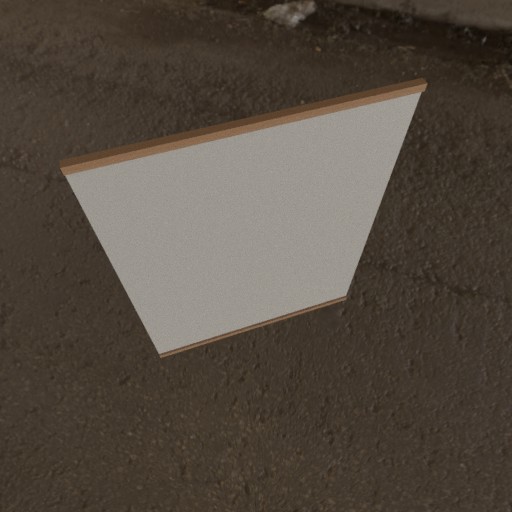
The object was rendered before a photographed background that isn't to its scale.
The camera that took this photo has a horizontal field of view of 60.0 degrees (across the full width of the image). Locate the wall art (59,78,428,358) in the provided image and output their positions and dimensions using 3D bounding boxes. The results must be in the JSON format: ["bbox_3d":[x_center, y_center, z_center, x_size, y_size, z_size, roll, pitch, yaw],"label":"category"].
[{"bbox_3d":[0.000,0.000,0.786,0.459,0.608,0.012,-16,59,-10],"label":"wall art"}]
